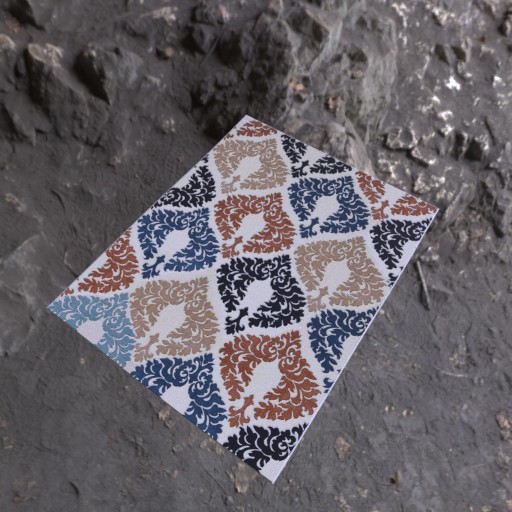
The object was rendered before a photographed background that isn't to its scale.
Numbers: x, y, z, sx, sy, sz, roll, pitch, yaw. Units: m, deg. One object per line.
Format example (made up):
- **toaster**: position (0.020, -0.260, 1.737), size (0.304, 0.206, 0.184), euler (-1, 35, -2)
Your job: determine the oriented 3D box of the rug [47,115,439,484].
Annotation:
- **rug**: position (0.000, 0.000, 4.197), size (2.423, 0.014, 3.040), euler (31, 64, 17)
